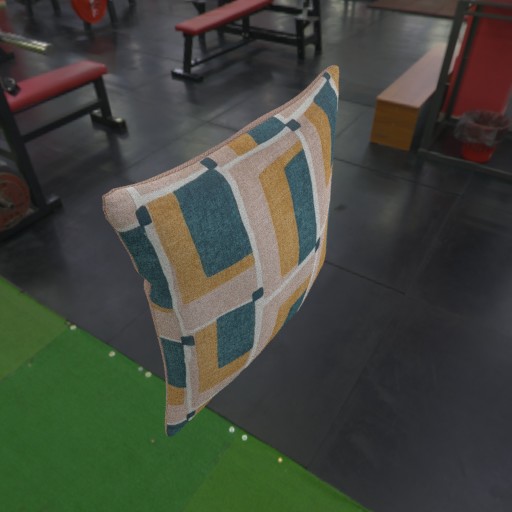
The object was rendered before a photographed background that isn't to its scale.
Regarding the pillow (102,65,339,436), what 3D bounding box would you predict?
[{"bbox_3d":[0.000,0.000,0.724,0.158,0.479,0.478,26,48,26],"label":"pillow"}]
